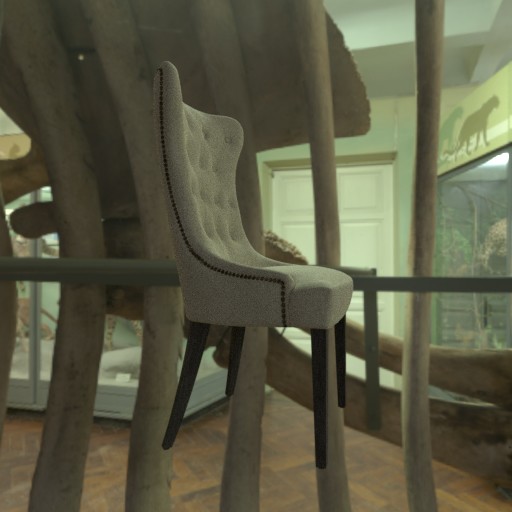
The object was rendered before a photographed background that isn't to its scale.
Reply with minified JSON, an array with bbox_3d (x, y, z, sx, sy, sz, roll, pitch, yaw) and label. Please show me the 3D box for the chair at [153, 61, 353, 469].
[{"bbox_3d":[0.000,0.000,1.406,0.590,1.065,0.584,0,0,17],"label":"chair"}]
